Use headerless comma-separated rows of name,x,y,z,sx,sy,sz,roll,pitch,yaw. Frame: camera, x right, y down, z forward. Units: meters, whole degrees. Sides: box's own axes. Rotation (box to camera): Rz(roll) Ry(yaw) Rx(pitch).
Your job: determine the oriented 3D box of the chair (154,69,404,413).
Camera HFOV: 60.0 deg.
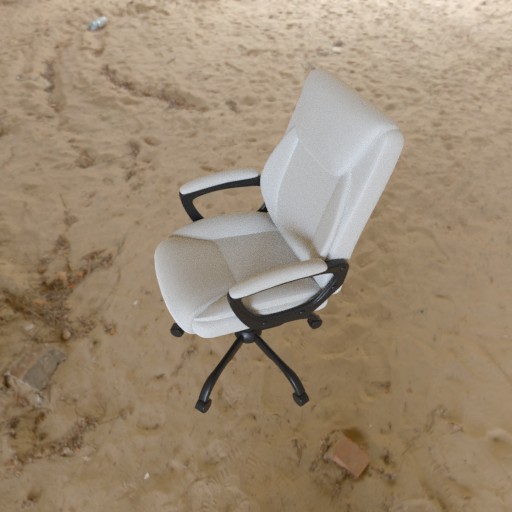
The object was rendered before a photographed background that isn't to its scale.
chair,0.000,0.000,1.510,0.669,1.065,0.663,-16,47,-16
